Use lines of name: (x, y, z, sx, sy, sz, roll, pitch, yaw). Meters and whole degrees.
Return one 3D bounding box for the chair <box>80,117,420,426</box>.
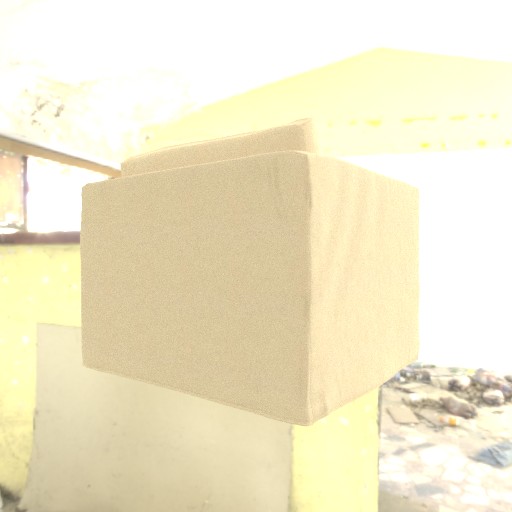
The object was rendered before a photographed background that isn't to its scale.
chair: (0.000, 0.000, 1.779, 1.057, 0.851, 0.947, 0, 1, 37)
